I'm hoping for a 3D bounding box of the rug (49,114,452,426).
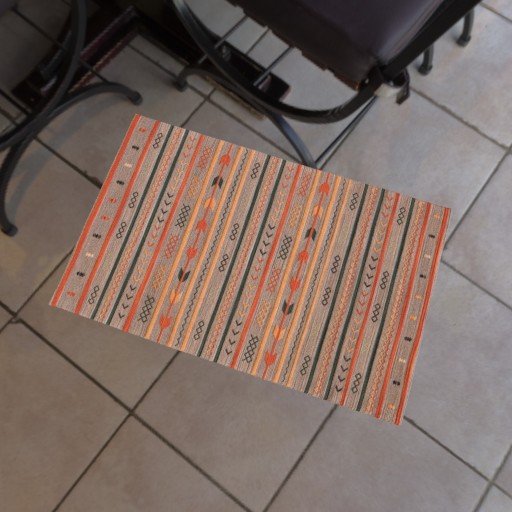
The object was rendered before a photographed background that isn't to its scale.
[{"bbox_3d":[0.000,0.000,3.074,2.439,0.029,1.537,18,76,5],"label":"rug"}]
